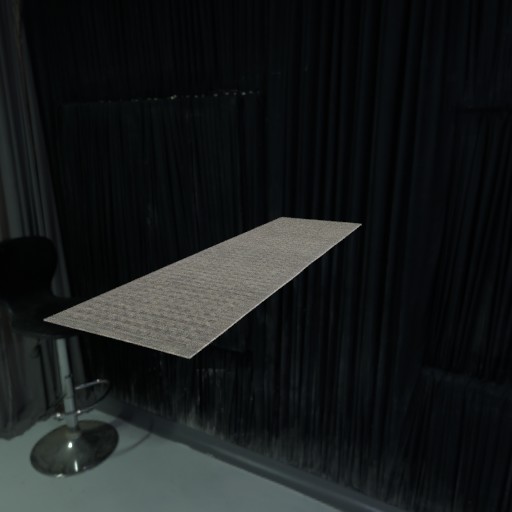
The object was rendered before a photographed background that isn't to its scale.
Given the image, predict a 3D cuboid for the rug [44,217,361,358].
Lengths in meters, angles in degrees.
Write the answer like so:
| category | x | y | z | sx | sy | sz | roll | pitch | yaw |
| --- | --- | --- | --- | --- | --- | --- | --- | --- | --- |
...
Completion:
| category | x | y | z | sx | sy | sz | roll | pitch | yaw |
| --- | --- | --- | --- | --- | --- | --- | --- | --- | --- |
| rug | 0.000 | 0.000 | 2.688 | 0.706 | 0.009 | 2.443 | 8 | 17 | 25 |
